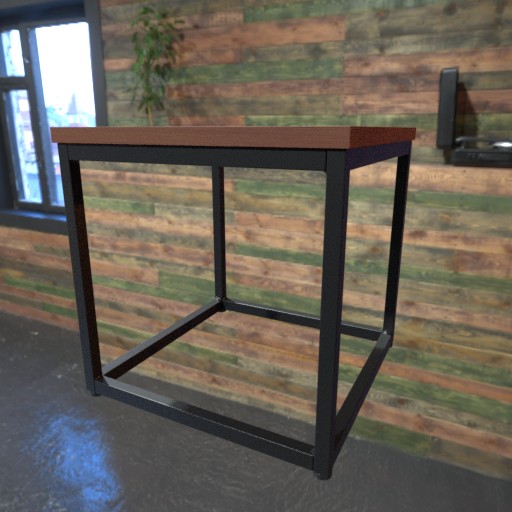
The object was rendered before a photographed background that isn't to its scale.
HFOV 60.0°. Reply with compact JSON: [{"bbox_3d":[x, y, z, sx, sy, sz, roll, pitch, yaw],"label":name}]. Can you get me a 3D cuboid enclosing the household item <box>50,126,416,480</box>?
[{"bbox_3d":[0.000,0.000,0.717,0.400,0.400,0.400,8,18,26],"label":"household item"}]
